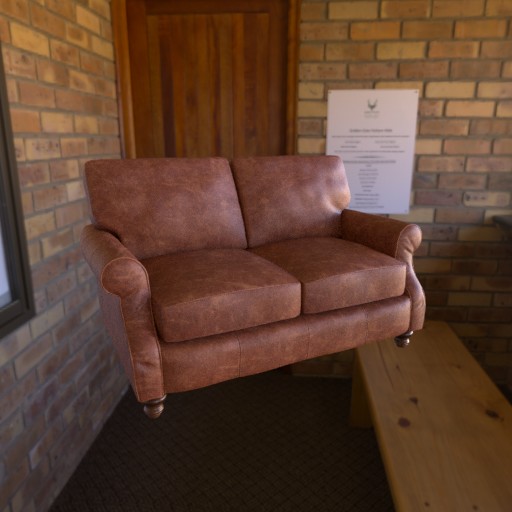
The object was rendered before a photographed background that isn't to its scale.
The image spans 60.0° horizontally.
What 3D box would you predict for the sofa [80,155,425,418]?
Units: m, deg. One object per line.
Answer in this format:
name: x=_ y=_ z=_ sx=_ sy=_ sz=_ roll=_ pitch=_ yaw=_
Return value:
sofa: x=0.000 y=0.000 z=2.253 sx=1.616 sy=0.967 sz=0.990 roll=-7 pitch=16 yaw=-26
